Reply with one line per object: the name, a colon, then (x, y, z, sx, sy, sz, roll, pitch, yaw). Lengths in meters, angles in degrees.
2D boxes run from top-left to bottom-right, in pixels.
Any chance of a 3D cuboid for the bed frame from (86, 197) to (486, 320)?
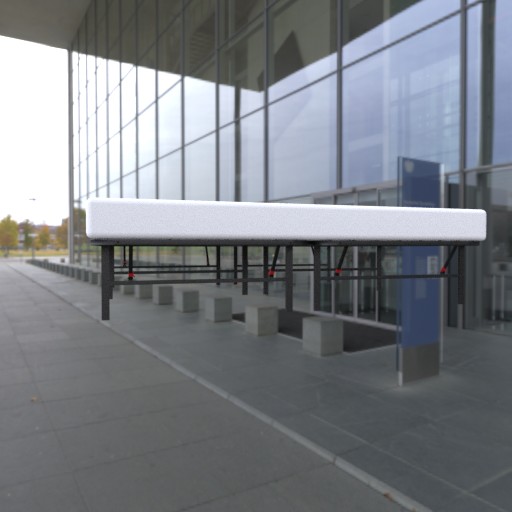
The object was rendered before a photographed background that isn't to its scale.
bed frame: (0.000, 0.000, 3.016, 2.033, 0.525, 1.935, 0, 1, -17)
